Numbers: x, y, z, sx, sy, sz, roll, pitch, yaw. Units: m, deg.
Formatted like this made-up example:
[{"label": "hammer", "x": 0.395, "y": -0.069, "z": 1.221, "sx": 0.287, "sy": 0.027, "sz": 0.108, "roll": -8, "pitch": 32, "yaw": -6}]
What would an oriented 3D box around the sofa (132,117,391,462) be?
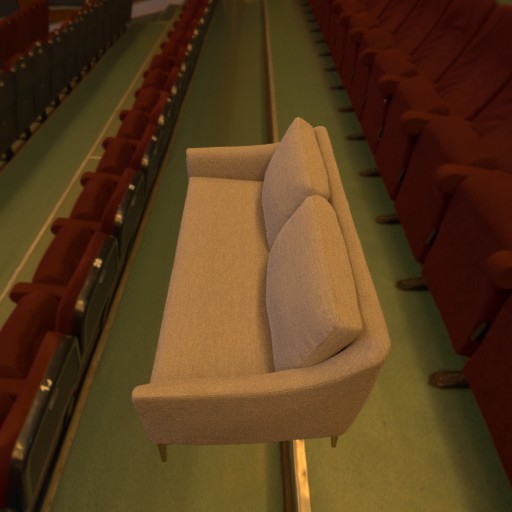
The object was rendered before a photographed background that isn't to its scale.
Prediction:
[{"label": "sofa", "x": 0.000, "y": 0.000, "z": 2.541, "sx": 0.980, "sy": 0.913, "sz": 2.036, "roll": 0, "pitch": 41, "yaw": -1}]
